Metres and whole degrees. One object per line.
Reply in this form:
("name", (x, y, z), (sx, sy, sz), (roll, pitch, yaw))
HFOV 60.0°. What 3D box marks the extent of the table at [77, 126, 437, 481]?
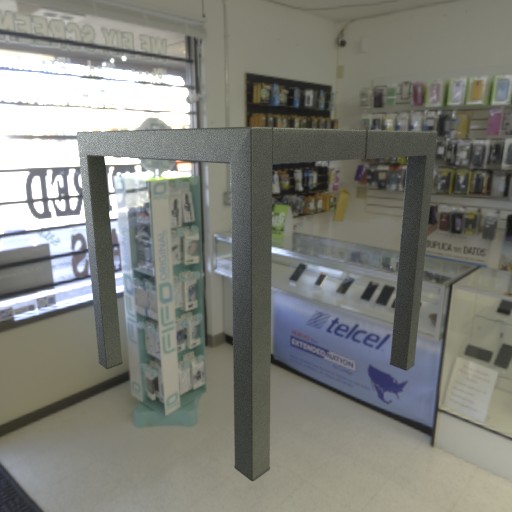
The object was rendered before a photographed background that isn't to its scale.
("table", (0.000, 0.000, 0.941), (0.508, 0.508, 0.508), (-14, 20, -42))
